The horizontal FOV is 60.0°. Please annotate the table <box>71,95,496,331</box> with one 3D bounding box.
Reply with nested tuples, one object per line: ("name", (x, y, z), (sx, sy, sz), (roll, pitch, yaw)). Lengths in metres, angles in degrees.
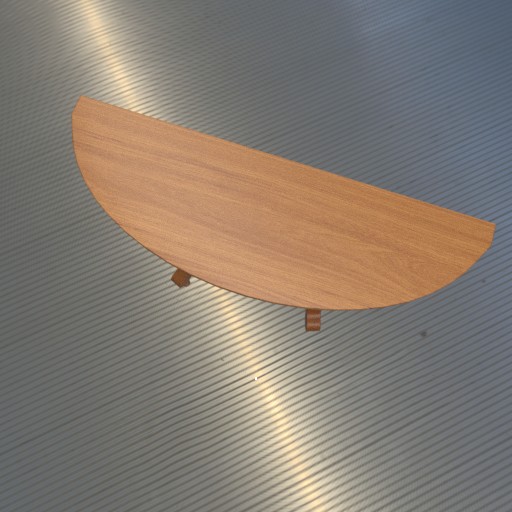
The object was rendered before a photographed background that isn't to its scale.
("table", (0.000, 0.000, 1.498), (1.198, 0.692, 0.394), (18, 75, 5))
